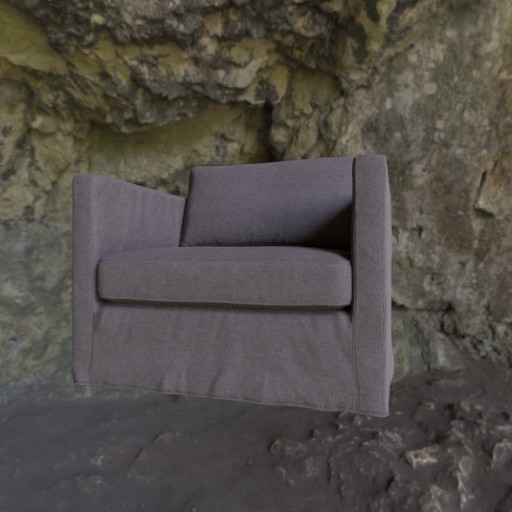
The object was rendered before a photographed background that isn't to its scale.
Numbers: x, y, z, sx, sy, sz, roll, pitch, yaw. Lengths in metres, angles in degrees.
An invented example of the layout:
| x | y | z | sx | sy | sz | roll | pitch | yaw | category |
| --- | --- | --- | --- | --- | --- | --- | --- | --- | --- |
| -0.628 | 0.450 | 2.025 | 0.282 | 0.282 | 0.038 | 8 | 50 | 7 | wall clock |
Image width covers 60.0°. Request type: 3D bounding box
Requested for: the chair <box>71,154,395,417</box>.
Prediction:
| x | y | z | sx | sy | sz | roll | pitch | yaw | category |
| --- | --- | --- | --- | --- | --- | --- | --- | --- | --- |
| 0.000 | 0.000 | 1.773 | 1.057 | 0.863 | 0.949 | 0 | 0 | 18 | chair |
